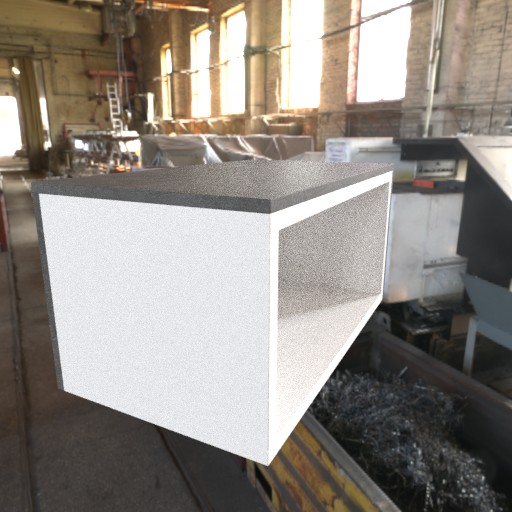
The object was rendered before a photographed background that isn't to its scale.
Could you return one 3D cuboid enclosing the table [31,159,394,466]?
[{"bbox_3d":[0.000,0.000,0.922,0.400,0.350,0.700,8,17,26],"label":"table"}]
